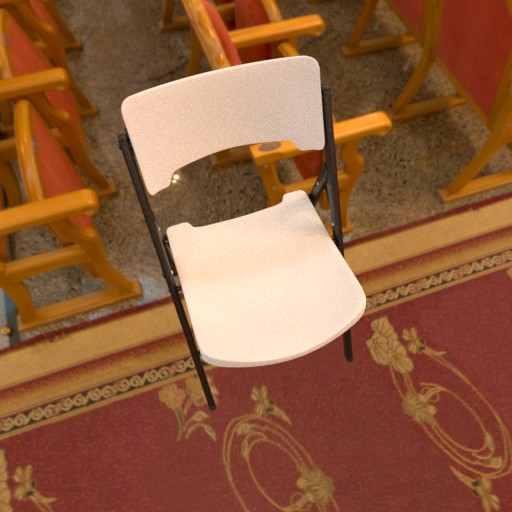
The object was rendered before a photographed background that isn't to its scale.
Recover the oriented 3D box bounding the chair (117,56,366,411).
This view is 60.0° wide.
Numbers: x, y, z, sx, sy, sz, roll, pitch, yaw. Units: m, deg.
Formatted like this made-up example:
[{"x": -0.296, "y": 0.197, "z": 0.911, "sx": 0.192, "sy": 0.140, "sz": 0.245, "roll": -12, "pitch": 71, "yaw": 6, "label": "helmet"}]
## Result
[{"x": 0.000, "y": 0.000, "z": 1.150, "sx": 0.482, "sy": 0.765, "sz": 0.577, "roll": -17, "pitch": 64, "yaw": -9, "label": "chair"}]
